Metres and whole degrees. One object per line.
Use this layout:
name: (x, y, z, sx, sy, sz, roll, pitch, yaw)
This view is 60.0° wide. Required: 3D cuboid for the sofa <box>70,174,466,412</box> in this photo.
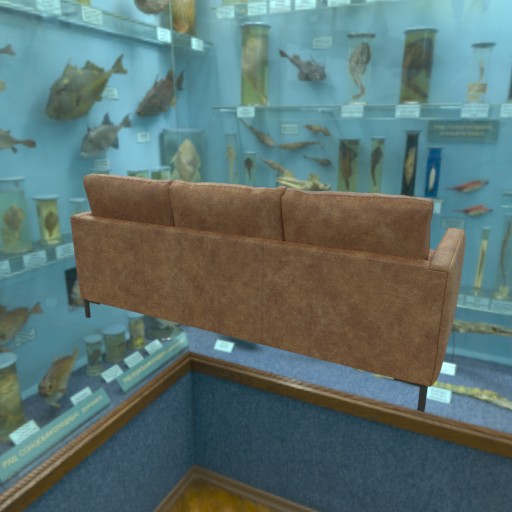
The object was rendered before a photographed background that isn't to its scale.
sofa: (0.000, 0.000, 2.412, 2.029, 0.863, 0.748, 9, 19, 27)
